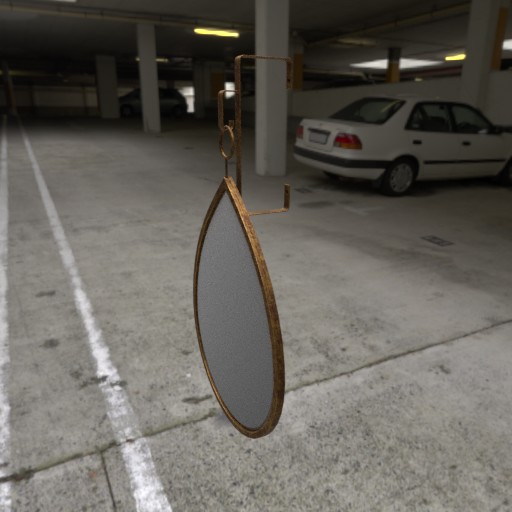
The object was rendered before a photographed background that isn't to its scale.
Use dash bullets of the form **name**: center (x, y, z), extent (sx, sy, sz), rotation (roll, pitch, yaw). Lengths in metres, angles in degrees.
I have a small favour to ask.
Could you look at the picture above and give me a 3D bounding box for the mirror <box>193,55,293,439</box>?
- **mirror**: center (0.000, 0.000, 0.901), extent (0.144, 0.744, 0.405), rotation (-9, 19, -27)
